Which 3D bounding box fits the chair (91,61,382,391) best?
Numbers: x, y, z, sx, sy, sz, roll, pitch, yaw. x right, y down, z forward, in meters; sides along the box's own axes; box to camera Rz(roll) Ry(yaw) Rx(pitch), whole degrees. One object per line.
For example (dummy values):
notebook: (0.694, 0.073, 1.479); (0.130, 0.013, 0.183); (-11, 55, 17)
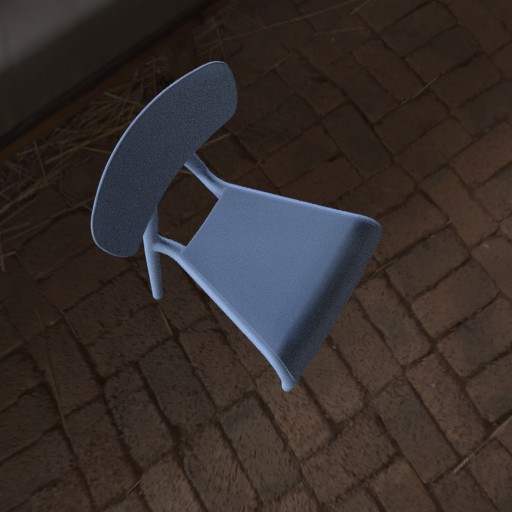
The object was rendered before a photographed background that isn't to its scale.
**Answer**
chair: (0.000, 0.000, 0.805); (0.401, 0.580, 0.356); (31, 78, 7)
